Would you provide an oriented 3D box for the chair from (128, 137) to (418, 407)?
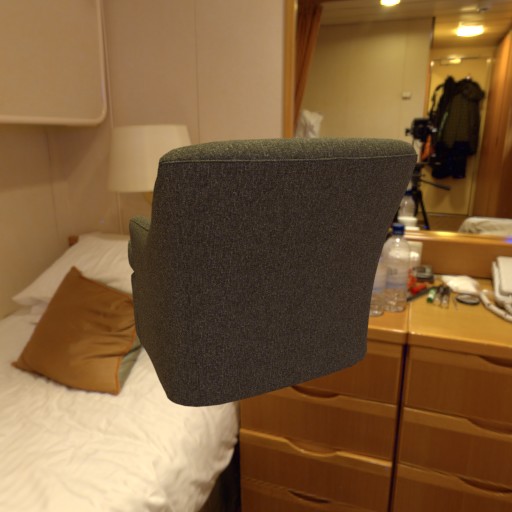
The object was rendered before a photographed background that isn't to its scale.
[{"bbox_3d":[0.000,0.000,1.639,0.864,0.856,0.923,-8,17,-26],"label":"chair"}]
